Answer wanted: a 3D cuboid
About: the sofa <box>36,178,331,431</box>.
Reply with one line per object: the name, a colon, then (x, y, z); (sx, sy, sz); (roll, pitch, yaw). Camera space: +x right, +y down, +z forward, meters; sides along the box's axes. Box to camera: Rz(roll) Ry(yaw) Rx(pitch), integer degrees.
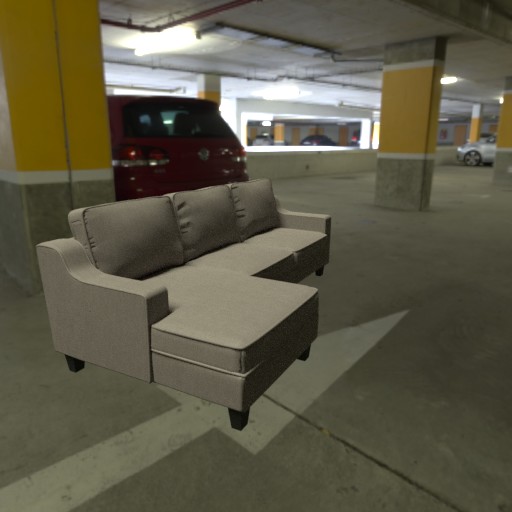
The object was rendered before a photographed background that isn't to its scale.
sofa: (0.000, 0.000, 3.211); (1.294, 0.928, 2.561); (8, 17, 28)
